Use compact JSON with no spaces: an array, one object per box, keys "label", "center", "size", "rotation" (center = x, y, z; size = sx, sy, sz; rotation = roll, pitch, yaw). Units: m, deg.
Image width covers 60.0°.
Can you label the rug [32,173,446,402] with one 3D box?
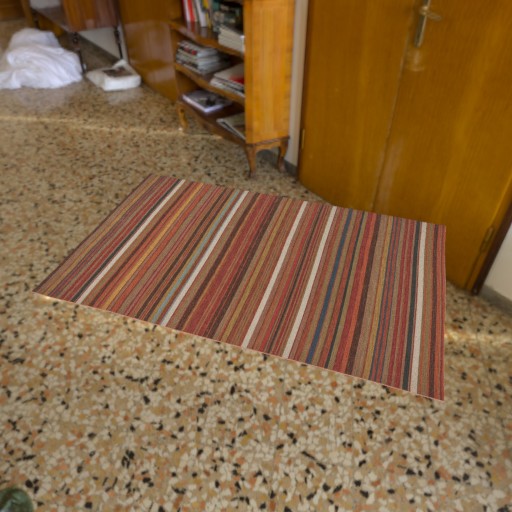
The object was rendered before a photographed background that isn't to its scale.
[{"label":"rug","center":[0.000,0.000,3.000],"size":[2.438,0.008,1.523],"rotation":[12,42,14]}]
